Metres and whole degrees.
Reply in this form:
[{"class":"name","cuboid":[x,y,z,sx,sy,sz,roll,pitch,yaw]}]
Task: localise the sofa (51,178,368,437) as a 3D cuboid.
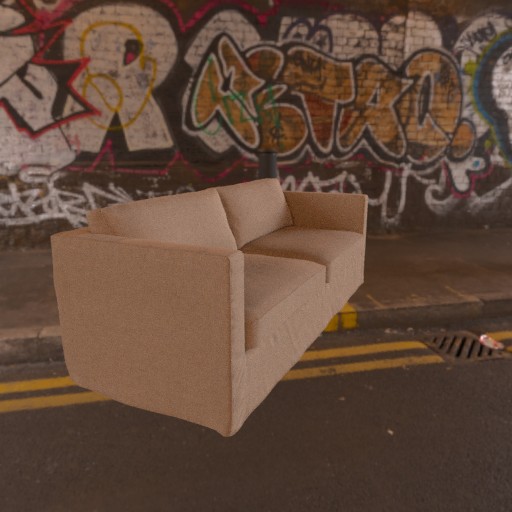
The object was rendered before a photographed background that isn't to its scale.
[{"class":"sofa","cuboid":[0.000,0.000,2.804,0.956,0.847,2.296,7,16,25]}]
